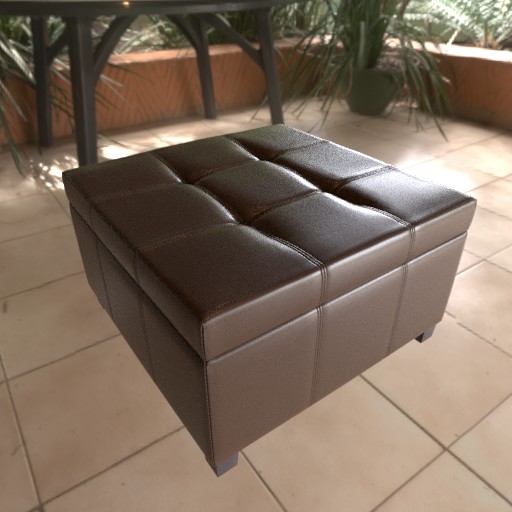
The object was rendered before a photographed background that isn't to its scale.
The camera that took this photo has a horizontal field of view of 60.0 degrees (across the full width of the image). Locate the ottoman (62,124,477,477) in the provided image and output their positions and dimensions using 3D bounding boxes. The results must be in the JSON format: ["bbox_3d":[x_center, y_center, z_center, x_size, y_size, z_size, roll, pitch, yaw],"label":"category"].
[{"bbox_3d":[0.000,0.000,1.259,0.787,0.460,0.788,-21,39,-29],"label":"ottoman"}]
